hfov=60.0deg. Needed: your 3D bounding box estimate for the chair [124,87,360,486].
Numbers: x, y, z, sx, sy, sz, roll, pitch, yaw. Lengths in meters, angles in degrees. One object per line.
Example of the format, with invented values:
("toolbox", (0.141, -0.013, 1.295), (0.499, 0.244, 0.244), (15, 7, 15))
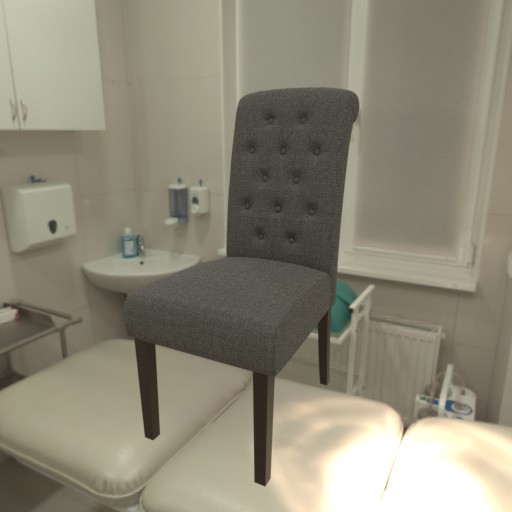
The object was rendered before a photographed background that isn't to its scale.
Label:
("chair", (0.000, 0.000, 1.353), (0.456, 1.006, 0.671), (8, 18, 27))
